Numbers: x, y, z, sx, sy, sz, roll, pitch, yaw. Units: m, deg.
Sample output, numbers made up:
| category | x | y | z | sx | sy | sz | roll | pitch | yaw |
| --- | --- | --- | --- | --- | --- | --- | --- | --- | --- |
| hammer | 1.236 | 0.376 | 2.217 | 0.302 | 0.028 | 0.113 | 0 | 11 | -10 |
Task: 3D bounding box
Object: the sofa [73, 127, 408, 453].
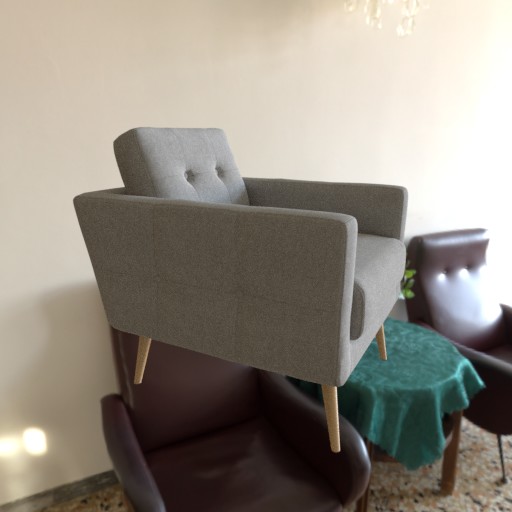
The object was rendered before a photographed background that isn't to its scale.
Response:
| category | x | y | z | sx | sy | sz | roll | pitch | yaw |
| --- | --- | --- | --- | --- | --- | --- | --- | --- | --- |
| sofa | 0.000 | 0.000 | 1.539 | 0.920 | 0.860 | 0.770 | 8 | 18 | 27 |
